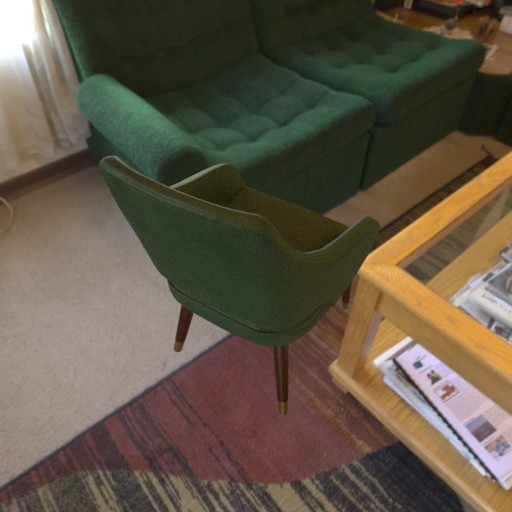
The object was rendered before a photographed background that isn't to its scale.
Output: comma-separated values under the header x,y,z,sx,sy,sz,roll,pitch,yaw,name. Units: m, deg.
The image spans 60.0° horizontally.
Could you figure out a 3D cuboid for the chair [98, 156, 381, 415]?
x,y,z,sx,sy,sz,roll,pitch,yaw,name
0.000,0.000,1.590,0.683,1.081,0.794,24,51,22,chair
